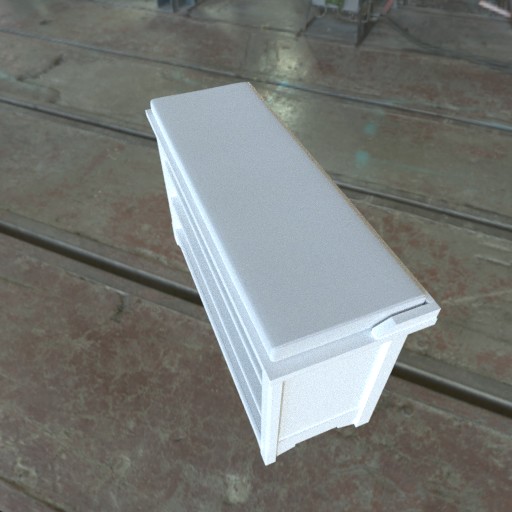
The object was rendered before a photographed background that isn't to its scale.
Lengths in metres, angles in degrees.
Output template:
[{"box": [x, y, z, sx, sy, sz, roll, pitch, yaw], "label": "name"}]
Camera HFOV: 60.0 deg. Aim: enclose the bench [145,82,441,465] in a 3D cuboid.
[{"box": [0.000, 0.000, 1.290, 0.346, 0.589, 0.987, -16, 49, -15], "label": "bench"}]
